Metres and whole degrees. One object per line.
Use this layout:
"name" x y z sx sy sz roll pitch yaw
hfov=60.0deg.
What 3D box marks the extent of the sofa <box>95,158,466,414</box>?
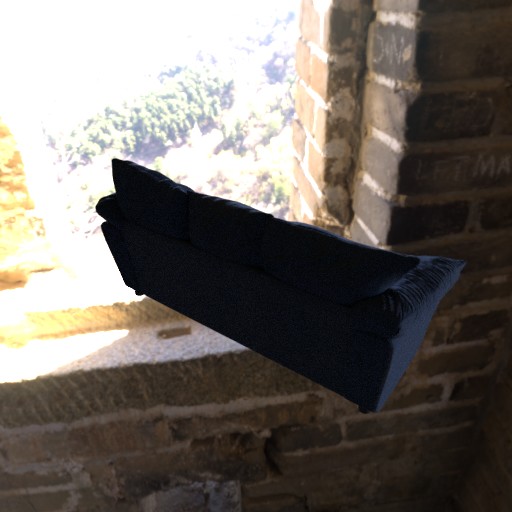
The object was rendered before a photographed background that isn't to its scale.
"sofa" 0.000 0.000 2.961 2.390 1.091 0.907 20 35 32
